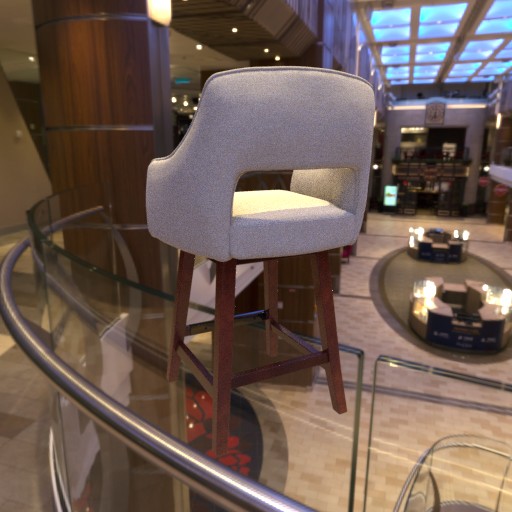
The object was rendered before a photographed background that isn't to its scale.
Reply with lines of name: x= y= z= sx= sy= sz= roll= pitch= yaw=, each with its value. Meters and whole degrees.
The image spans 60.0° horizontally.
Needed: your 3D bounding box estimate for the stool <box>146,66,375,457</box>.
stool: x=0.000 y=0.000 z=1.275 sx=0.550 sy=0.936 sz=0.560 roll=-7 pitch=16 yaw=-27
